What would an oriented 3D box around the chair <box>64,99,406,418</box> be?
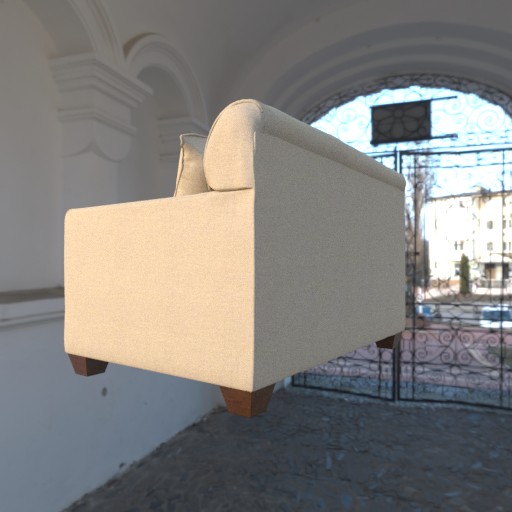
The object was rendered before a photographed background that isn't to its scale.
[{"bbox_3d":[0.000,0.000,2.059,1.000,0.948,1.383,-1,-1,36],"label":"chair"}]
